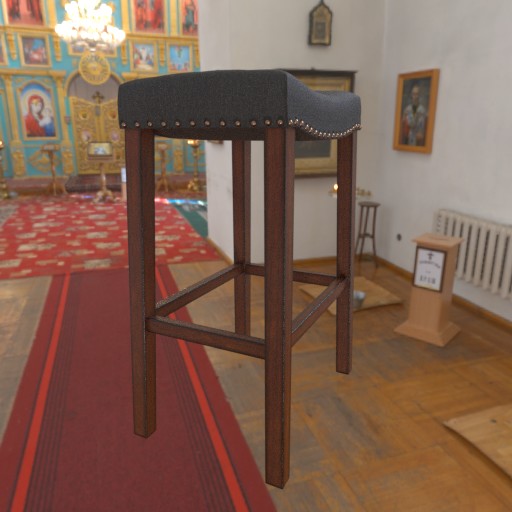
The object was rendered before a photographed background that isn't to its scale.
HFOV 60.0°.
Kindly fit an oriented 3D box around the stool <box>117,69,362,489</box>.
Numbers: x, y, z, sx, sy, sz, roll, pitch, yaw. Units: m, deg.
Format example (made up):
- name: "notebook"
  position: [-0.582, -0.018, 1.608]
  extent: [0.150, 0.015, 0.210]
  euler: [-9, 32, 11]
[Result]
- name: "stool"
  position: [0.000, 0.000, 1.040]
  extent: [0.366, 0.760, 0.502]
  euler: [7, 17, 26]
